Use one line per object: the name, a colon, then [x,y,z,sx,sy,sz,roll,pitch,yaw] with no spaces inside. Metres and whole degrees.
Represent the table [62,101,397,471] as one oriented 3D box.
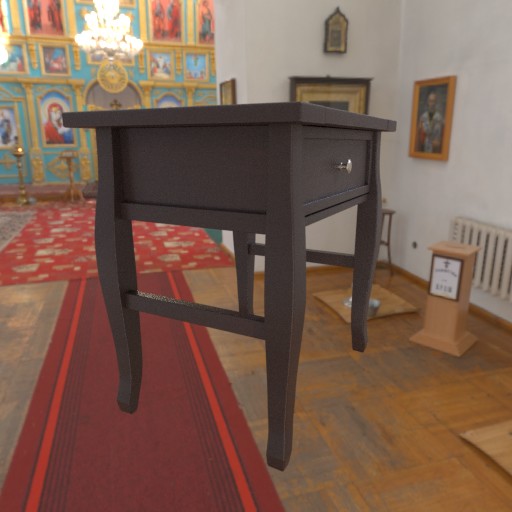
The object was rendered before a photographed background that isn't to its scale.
table: [0.000,0.000,1.010,0.460,0.605,0.602,8,16,27]
